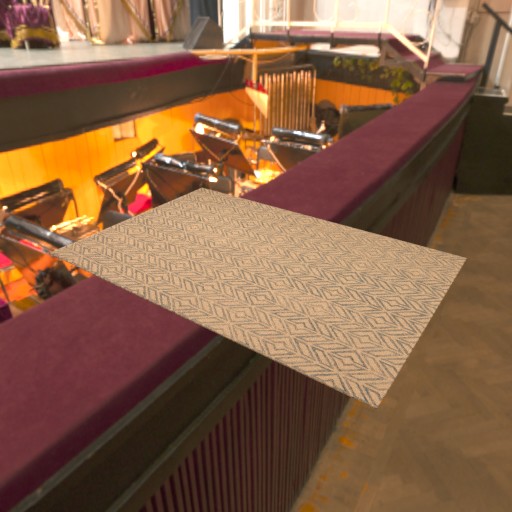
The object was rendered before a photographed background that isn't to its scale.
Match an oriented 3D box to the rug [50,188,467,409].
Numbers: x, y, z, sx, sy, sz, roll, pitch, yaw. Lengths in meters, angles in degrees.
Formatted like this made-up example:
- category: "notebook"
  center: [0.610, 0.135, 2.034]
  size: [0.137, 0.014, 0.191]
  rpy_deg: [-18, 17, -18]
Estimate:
- category: "rug"
  center: [0.000, 0.000, 2.331]
  size: [1.824, 0.008, 1.220]
  rpy_deg: [19, 34, 30]
